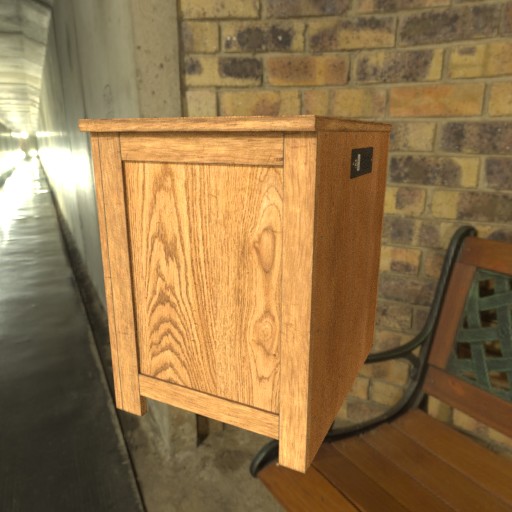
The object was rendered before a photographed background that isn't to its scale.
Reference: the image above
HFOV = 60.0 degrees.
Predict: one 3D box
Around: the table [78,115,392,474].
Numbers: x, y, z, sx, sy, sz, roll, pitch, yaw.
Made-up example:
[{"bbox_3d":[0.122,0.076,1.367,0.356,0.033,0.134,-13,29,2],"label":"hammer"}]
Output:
[{"bbox_3d":[0.000,0.000,1.078,0.494,0.625,0.601,8,17,25],"label":"table"}]
